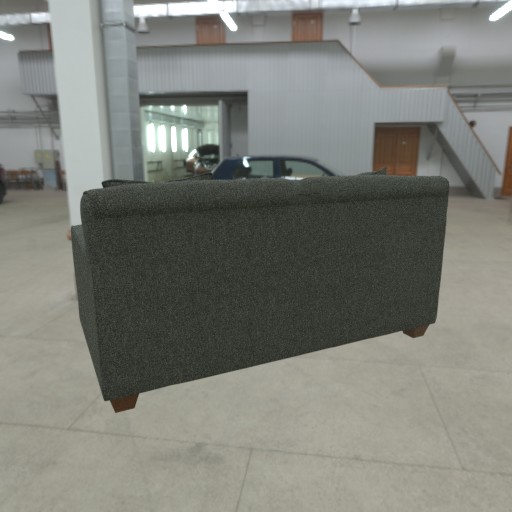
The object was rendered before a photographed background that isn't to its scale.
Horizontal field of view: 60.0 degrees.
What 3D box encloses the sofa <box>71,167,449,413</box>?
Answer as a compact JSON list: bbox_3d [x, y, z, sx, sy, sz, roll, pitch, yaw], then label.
[{"bbox_3d":[0.000,0.000,2.468,1.846,0.958,0.998,-7,15,-26],"label":"sofa"}]
